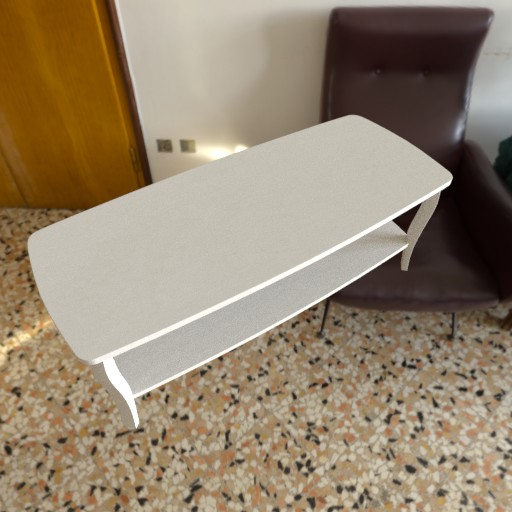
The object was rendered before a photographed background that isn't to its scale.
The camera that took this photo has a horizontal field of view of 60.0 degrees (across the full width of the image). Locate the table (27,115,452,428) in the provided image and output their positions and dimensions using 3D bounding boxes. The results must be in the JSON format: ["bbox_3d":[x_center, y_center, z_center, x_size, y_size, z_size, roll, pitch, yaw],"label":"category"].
[{"bbox_3d":[0.000,0.000,1.568,1.334,0.474,0.561,-26,52,-22],"label":"table"}]
